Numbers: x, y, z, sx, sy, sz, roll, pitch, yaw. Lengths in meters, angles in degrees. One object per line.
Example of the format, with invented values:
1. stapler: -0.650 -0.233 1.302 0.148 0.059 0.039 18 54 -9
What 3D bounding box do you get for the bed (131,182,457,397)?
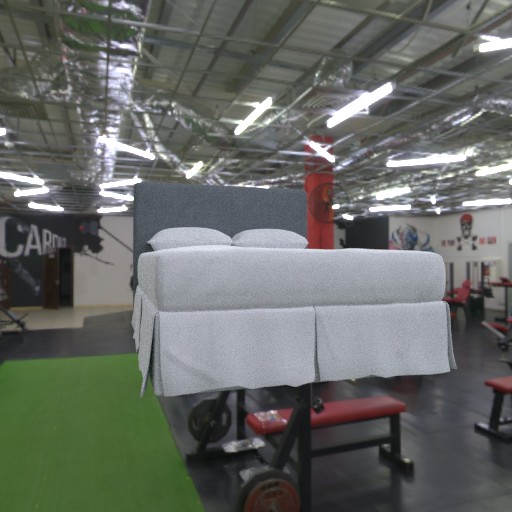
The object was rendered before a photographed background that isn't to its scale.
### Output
1. bed: 0.000 0.000 3.199 1.713 1.330 2.142 0 0 -17
